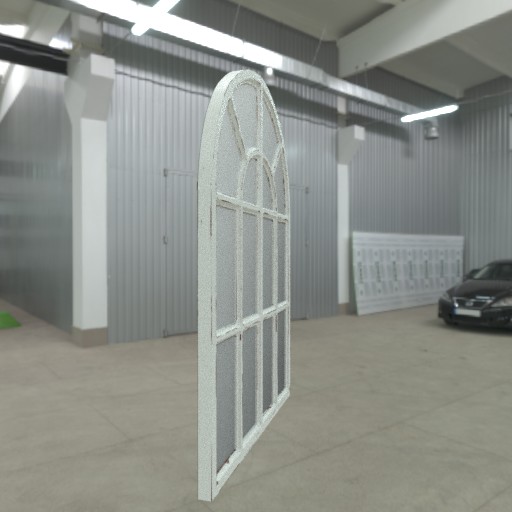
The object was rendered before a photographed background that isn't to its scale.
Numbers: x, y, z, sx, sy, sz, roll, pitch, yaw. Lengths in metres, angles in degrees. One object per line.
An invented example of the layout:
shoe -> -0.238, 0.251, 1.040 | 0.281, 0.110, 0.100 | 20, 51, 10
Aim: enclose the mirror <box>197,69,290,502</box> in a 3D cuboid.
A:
mirror -> 0.000, 0.000, 1.150 | 0.032, 0.920, 0.660 | 0, 0, 17
